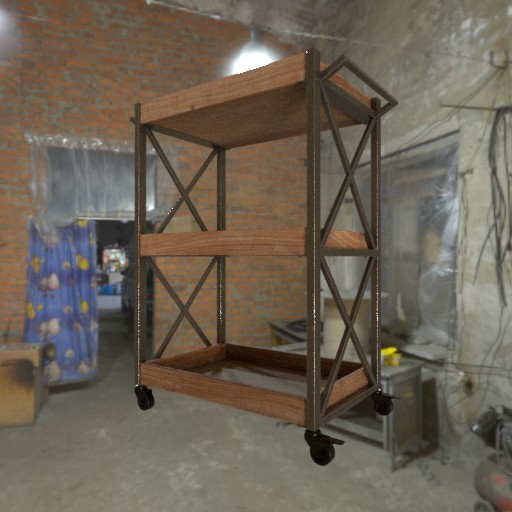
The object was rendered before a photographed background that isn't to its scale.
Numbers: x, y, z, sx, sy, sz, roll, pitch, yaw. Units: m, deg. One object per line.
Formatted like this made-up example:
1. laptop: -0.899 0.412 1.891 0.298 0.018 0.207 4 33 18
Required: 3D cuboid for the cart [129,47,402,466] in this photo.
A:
1. cart: 0.000 0.000 1.200 0.673 0.835 0.377 0 0 36
